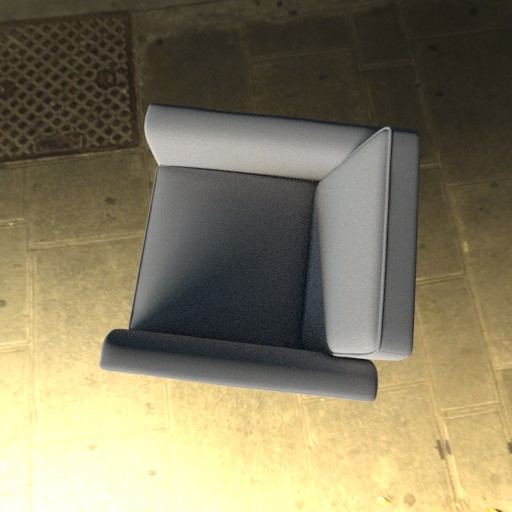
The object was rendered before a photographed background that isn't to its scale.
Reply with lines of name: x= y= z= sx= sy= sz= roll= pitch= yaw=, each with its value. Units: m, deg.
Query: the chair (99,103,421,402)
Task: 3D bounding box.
chair: x=0.000 y=0.000 z=1.396 sx=0.750 sy=0.780 sz=0.780 roll=6 pitch=77 yaw=1
